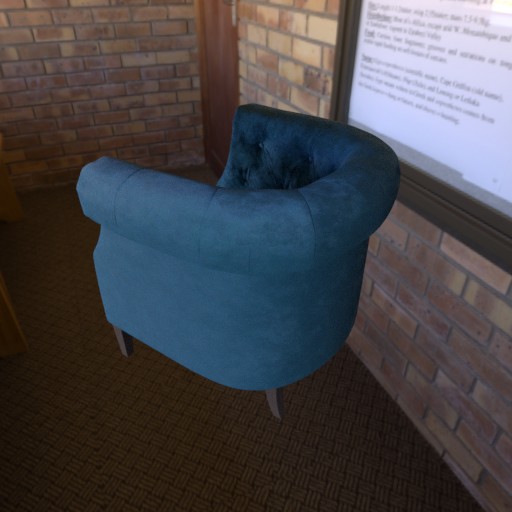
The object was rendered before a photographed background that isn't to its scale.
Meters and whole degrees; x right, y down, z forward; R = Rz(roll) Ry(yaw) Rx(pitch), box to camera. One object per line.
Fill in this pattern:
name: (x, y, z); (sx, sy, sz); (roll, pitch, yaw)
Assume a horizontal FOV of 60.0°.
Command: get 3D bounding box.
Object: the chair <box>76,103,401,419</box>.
chair: (0.000, 0.000, 1.572); (0.851, 0.826, 0.904); (21, 39, 28)
